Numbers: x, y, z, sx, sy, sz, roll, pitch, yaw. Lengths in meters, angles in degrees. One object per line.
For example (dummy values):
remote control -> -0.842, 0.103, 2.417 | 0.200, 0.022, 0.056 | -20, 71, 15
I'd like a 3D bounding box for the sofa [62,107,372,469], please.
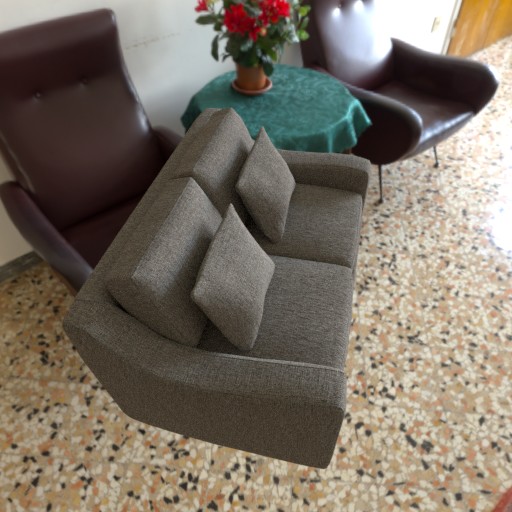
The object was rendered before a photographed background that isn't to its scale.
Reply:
sofa -> 0.000, 0.000, 2.403 | 1.120, 0.991, 1.778 | 10, 47, 10
